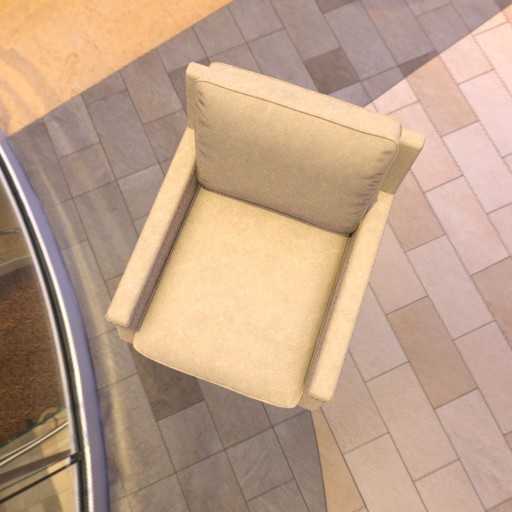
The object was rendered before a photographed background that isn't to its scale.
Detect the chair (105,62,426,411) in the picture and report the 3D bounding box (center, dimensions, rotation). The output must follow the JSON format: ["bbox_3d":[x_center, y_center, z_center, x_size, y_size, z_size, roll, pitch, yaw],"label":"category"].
[{"bbox_3d":[0.000,0.000,1.710,0.853,0.943,1.014,19,77,4],"label":"chair"}]
